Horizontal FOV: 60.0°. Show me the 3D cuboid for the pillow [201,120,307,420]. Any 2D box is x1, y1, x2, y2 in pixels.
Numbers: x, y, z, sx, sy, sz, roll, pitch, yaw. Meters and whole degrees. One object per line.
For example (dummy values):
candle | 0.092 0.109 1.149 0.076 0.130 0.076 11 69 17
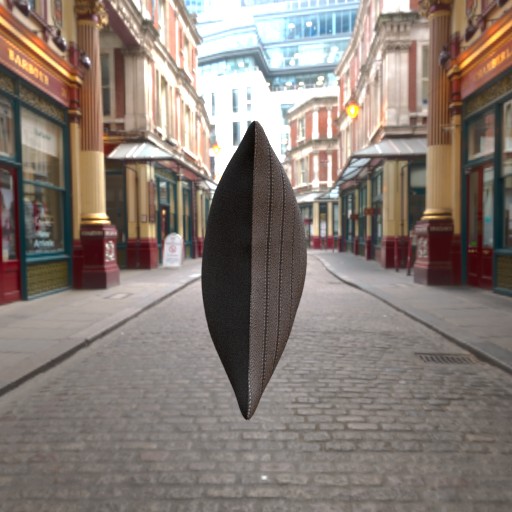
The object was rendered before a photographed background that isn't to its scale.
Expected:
pillow | 0.000 0.000 0.733 0.151 0.305 0.609 0 2 0
